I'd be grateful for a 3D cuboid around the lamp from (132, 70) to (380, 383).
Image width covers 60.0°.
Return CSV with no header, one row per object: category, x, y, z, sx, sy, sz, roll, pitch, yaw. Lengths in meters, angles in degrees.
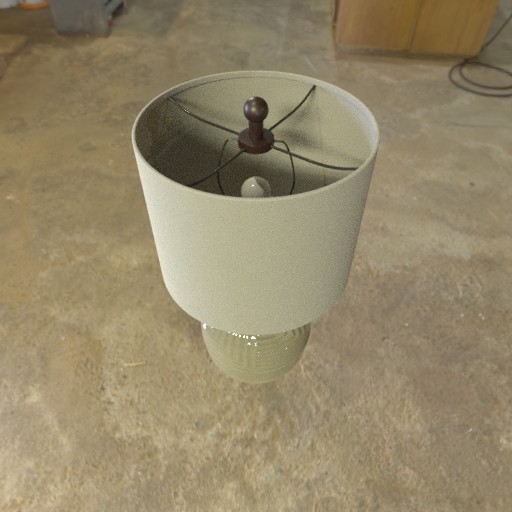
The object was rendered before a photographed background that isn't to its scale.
lamp,0.000,0.000,0.755,0.318,0.567,0.318,0,46,0
